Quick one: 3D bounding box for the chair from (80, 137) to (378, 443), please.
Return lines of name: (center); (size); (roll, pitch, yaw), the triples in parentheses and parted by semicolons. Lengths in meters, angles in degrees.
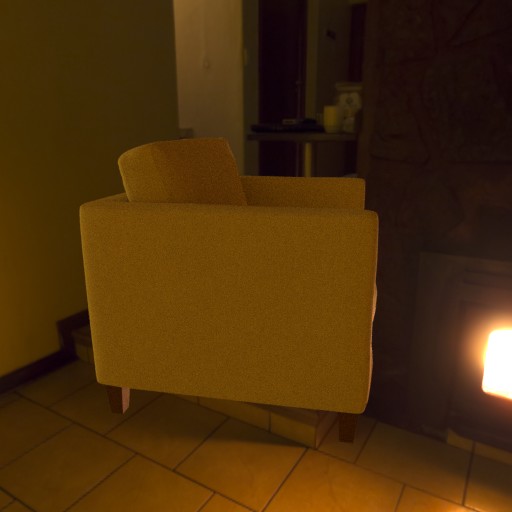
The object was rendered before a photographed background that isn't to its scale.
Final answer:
chair: (0.000, 0.000, 1.869); (0.959, 0.961, 1.107); (3, 16, 11)
